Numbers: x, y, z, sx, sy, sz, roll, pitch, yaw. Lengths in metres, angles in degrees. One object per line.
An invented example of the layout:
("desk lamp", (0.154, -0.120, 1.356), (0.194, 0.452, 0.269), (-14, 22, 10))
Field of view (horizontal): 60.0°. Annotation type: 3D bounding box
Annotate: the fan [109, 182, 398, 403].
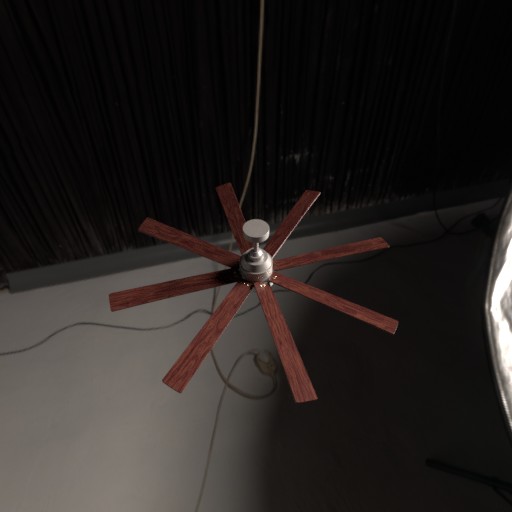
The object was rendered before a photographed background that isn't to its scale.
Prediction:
("fan", (0.000, 0.000, 2.737), (1.830, 0.472, 1.830), (-12, 48, -11))
